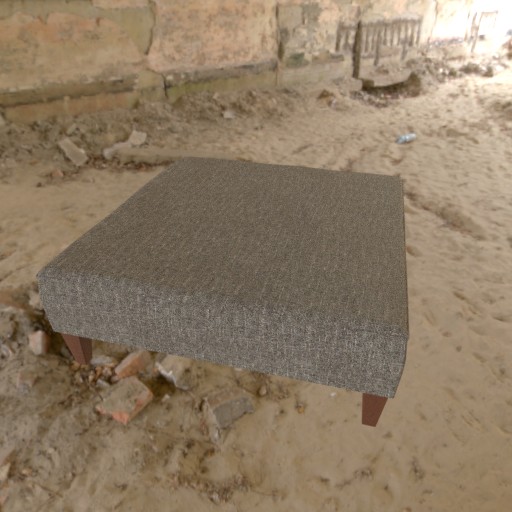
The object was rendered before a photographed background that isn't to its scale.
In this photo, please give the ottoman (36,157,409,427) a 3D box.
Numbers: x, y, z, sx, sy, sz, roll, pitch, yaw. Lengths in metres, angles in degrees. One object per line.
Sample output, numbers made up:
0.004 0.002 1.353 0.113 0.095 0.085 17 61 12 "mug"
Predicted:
0.000 0.000 1.563 0.981 0.379 1.016 8 32 13 "ottoman"
